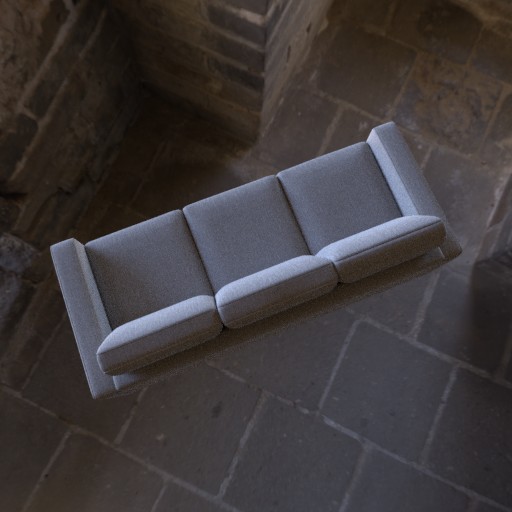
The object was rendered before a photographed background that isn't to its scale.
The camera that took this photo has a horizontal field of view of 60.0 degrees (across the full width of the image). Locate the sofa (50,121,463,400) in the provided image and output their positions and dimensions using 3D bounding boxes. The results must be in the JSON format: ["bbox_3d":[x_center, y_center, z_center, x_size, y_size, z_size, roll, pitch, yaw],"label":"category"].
[{"bbox_3d":[0.000,0.000,2.587,2.120,0.800,0.900,-21,77,-5],"label":"sofa"}]
